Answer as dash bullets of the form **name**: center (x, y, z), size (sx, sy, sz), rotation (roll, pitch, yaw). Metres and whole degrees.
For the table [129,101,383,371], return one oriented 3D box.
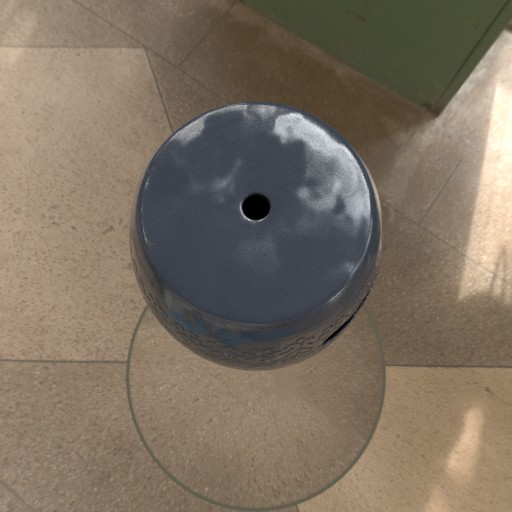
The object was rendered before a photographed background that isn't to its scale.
- **table**: center (0.000, 0.000, 0.616), size (0.309, 0.397, 0.309), rotation (0, 76, 0)
